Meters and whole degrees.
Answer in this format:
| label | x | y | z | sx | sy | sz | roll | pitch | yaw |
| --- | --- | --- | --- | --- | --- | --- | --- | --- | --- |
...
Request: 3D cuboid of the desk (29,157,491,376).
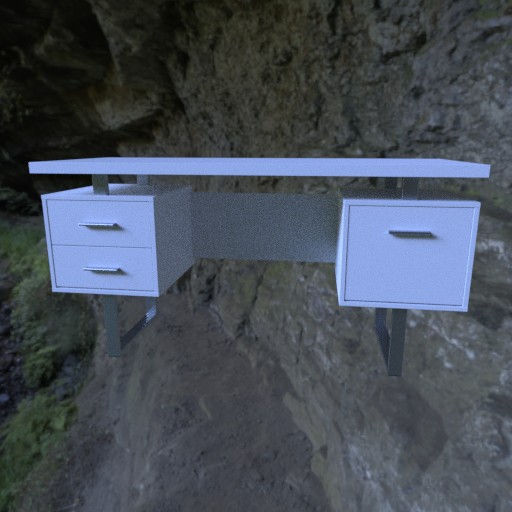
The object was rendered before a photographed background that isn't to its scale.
| label | x | y | z | sx | sy | sz | roll | pitch | yaw |
| --- | --- | --- | --- | --- | --- | --- | --- | --- | --- |
| desk | 0.000 | 0.000 | 1.833 | 1.530 | 0.773 | 0.603 | 2 | 14 | 8 |
